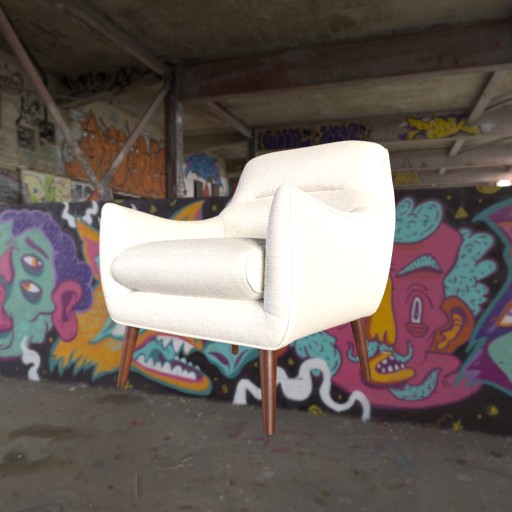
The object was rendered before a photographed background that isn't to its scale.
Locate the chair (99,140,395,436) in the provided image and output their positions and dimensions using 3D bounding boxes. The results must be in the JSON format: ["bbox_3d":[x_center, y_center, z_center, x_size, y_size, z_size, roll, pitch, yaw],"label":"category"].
[{"bbox_3d":[0.000,0.000,1.486,0.762,0.838,0.787,1,1,38],"label":"chair"}]
